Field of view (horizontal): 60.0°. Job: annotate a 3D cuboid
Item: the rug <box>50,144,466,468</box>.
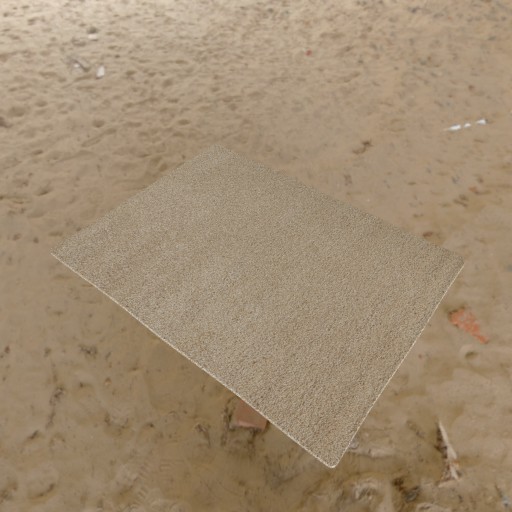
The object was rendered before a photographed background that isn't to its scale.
[{"bbox_3d":[0.000,0.000,2.114,1.600,0.025,1.199,30,53,25],"label":"rug"}]
